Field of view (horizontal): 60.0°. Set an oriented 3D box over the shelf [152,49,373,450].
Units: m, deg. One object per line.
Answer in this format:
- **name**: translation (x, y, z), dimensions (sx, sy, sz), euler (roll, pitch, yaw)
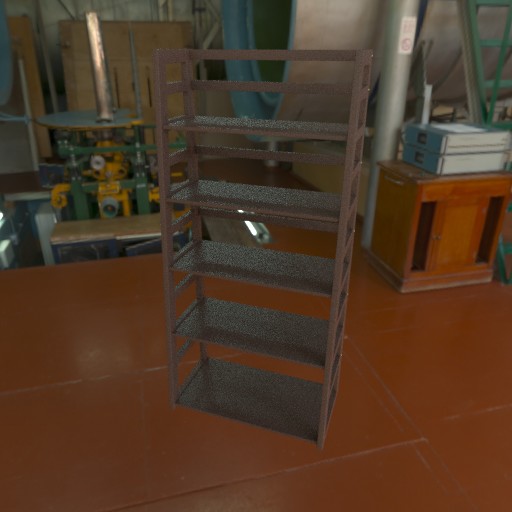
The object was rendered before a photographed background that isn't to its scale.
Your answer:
- **shelf**: translation (0.000, 0.000, 1.896), dimensions (0.763, 1.600, 0.403), euler (9, 27, 18)
